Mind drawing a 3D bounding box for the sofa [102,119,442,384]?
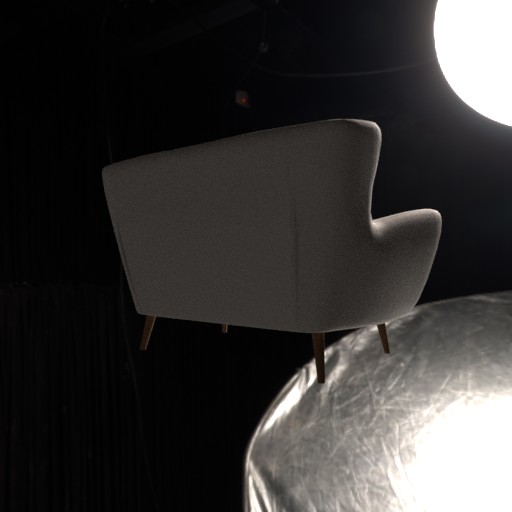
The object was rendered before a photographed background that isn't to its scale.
[{"bbox_3d":[0.000,0.000,2.015,1.424,0.878,0.921,0,-1,36],"label":"sofa"}]
